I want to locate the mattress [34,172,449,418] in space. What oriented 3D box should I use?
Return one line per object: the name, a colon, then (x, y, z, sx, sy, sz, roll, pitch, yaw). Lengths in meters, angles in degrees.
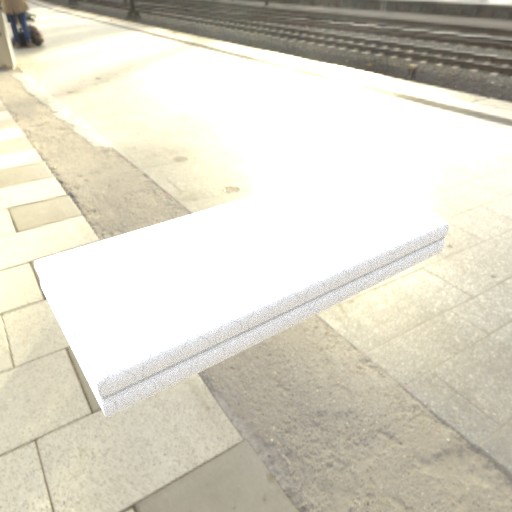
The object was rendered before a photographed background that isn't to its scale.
mattress: (0.000, 0.000, 2.249, 1.900, 0.200, 0.900, -21, 38, -29)
